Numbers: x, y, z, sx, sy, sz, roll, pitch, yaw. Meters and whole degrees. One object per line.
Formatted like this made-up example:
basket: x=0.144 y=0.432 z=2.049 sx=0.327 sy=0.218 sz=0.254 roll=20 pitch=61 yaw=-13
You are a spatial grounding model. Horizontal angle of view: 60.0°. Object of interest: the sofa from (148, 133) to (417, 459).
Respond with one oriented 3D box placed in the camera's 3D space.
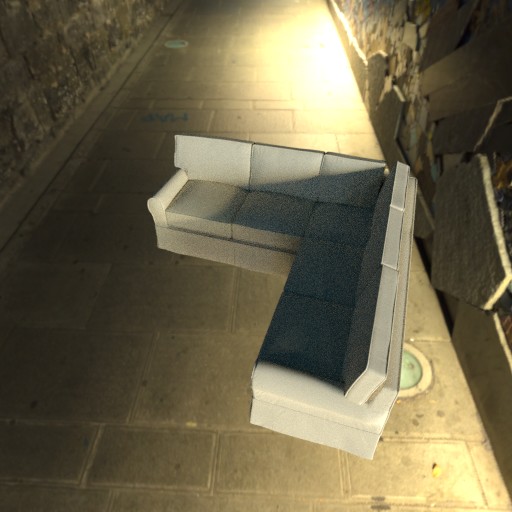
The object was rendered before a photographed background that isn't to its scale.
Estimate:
sofa: x=0.000 y=0.000 z=4.017 sx=2.591 sy=1.070 sz=2.597 roll=12 pitch=43 yaw=13
